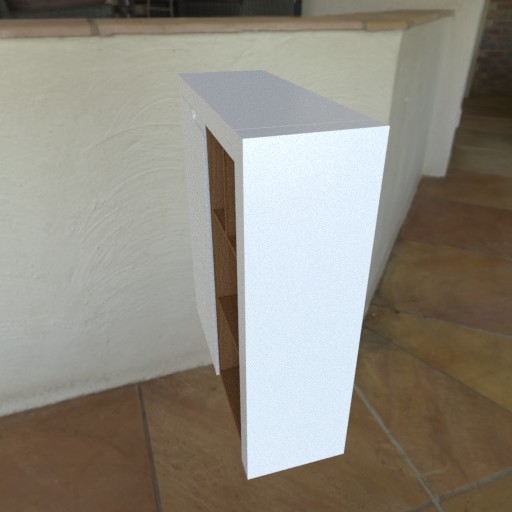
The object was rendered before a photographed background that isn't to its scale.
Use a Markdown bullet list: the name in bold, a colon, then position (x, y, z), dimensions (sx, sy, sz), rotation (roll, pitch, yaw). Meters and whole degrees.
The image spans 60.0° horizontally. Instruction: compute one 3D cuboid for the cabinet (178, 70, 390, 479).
- **cabinet**: position (0.000, 0.000, 1.642), dimensions (0.348, 1.150, 0.990), rotation (-8, 31, -14)
